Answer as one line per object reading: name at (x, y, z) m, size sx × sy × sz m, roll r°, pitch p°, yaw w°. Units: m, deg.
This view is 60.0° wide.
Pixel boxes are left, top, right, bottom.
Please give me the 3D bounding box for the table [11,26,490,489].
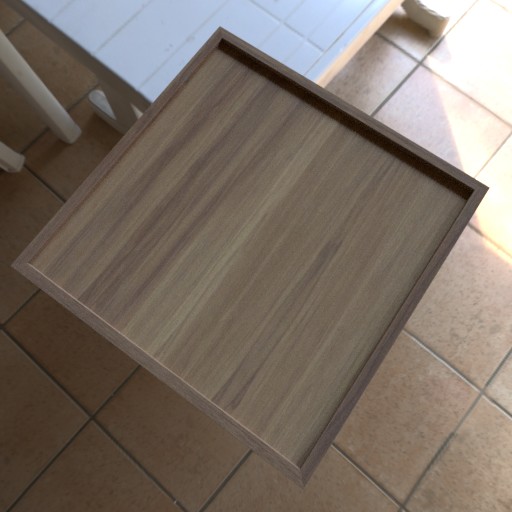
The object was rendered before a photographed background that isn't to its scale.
table at (0.000, 0.000, 1.095) m, size 0.676 × 0.464 × 0.679 m, roll 34°, pitch 78°, yaw 9°
